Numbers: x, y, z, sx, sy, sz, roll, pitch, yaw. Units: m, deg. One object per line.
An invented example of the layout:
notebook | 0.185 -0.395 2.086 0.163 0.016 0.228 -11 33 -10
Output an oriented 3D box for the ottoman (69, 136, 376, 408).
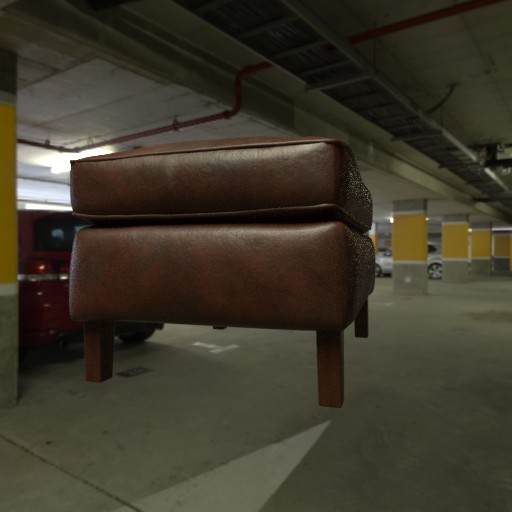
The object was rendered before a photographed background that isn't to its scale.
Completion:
ottoman | 0.000 0.000 0.973 0.501 0.432 0.665 0 0 18
